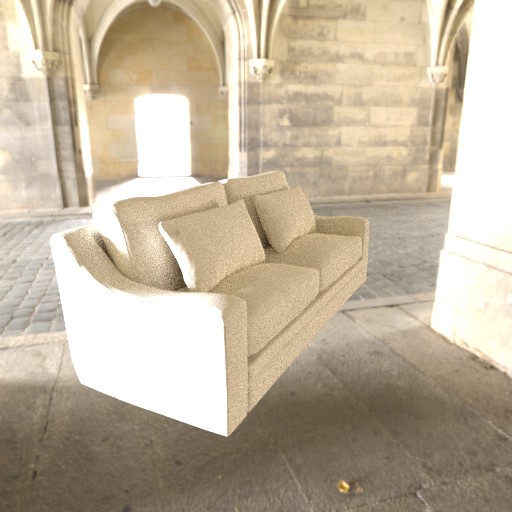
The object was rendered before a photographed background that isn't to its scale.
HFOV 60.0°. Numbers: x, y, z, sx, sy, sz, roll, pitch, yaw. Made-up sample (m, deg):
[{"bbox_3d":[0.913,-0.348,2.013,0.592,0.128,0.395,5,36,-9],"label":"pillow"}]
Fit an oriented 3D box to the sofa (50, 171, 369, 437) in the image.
[{"bbox_3d":[0.000,0.000,3.060,1.009,1.022,2.470,8,17,26],"label":"sofa"}]
